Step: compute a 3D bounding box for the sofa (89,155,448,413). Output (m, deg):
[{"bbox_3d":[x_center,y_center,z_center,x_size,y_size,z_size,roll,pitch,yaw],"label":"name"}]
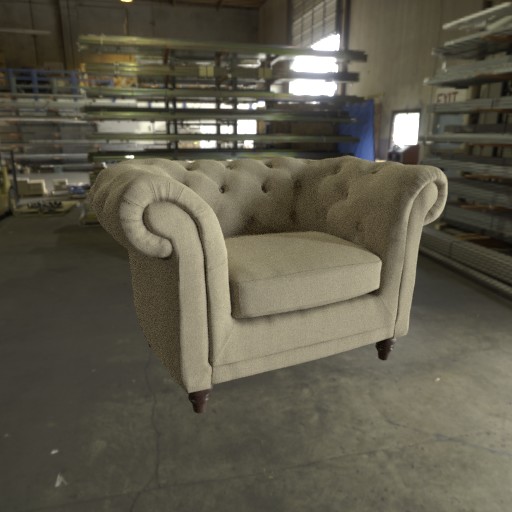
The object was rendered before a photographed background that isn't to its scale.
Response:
[{"bbox_3d":[0.000,0.000,2.057,1.405,0.878,1.034,-8,17,-25],"label":"sofa"}]
